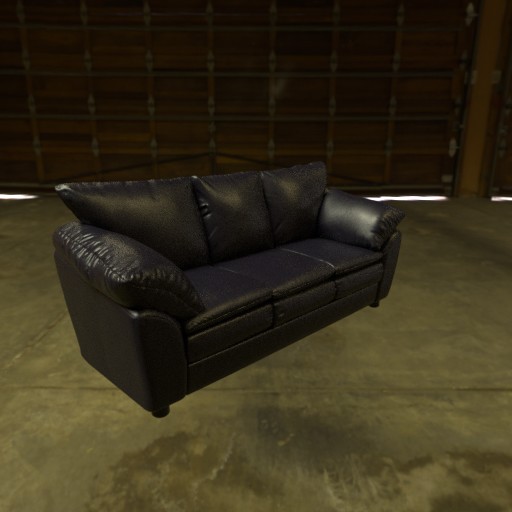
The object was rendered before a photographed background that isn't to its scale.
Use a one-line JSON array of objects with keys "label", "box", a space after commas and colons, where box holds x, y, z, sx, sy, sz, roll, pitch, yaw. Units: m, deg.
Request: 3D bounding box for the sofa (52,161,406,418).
[{"label": "sofa", "box": [0.000, 0.000, 2.866, 2.336, 1.073, 0.880, -15, 22, -42]}]
